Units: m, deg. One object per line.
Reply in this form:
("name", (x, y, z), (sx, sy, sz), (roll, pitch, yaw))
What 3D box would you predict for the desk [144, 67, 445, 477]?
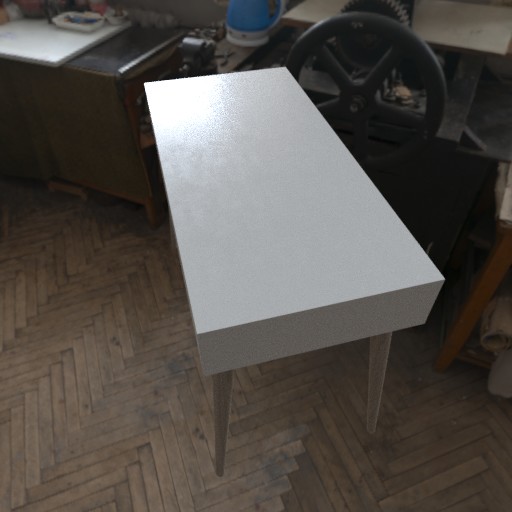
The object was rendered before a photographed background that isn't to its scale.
("desk", (0.000, 0.000, 1.375), (0.491, 0.723, 0.979), (-11, 47, -10))
